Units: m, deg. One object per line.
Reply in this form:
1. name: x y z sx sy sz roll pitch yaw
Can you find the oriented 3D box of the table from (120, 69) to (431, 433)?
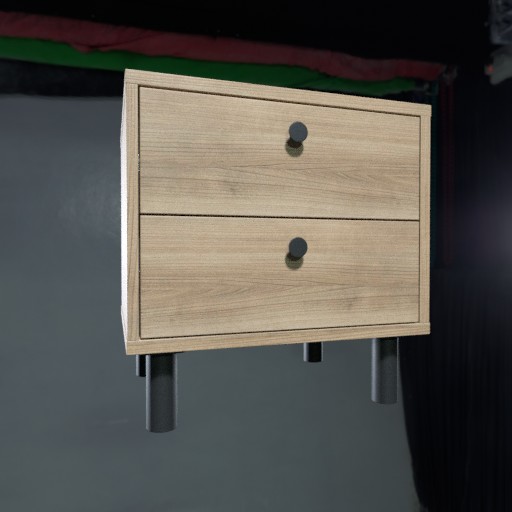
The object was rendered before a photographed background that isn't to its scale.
1. table: 0.000 0.000 0.774 0.445 0.460 0.380 0 1 -18
